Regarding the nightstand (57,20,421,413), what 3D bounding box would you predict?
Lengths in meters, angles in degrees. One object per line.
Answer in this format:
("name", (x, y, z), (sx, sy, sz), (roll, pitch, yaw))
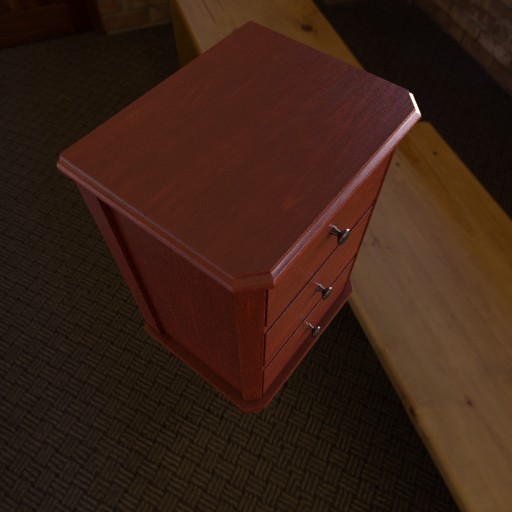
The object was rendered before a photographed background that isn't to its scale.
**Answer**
("nightstand", (0.000, 0.000, 0.913), (0.351, 0.681, 0.435), (34, 63, 19))
